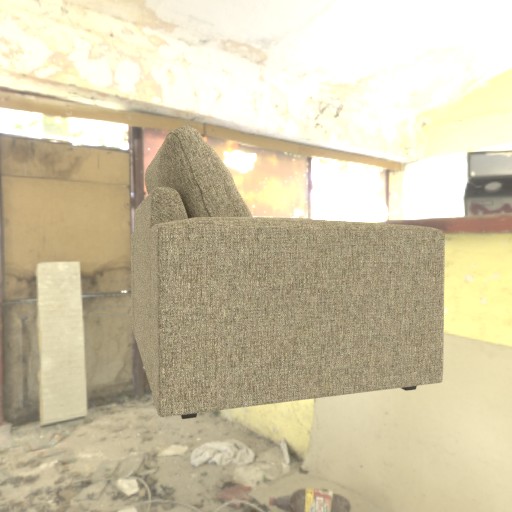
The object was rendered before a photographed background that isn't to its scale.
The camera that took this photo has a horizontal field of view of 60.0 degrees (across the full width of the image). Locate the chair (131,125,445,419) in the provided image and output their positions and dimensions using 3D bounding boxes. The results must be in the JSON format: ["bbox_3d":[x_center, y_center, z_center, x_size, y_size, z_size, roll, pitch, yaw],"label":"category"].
[{"bbox_3d":[0.000,0.000,2.038,1.039,0.915,1.398,-1,2,-19],"label":"chair"}]
